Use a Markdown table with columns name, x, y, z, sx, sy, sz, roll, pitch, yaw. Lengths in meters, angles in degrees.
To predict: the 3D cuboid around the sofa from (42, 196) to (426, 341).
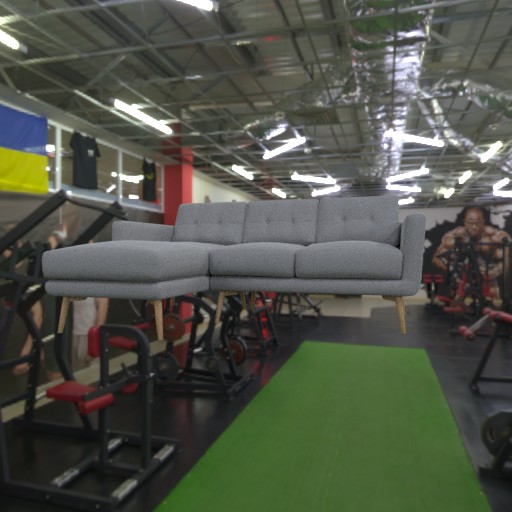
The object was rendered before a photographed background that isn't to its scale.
| name | x | y | z | sx | sy | sz | roll | pitch | yaw |
| --- | --- | --- | --- | --- | --- | --- | --- | --- | --- |
| sofa | 0.000 | 0.000 | 2.853 | 2.040 | 0.860 | 1.530 | 0 | 1 | 19 |
